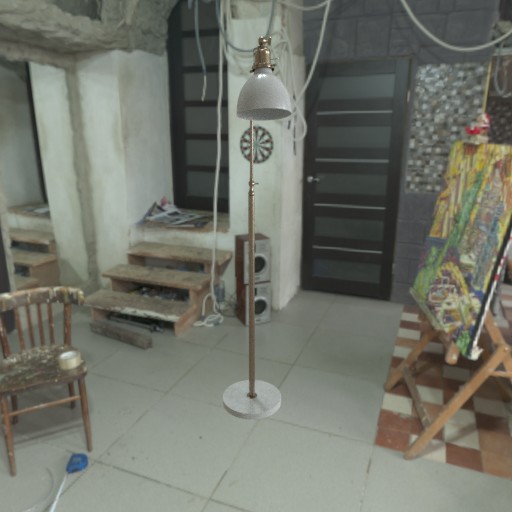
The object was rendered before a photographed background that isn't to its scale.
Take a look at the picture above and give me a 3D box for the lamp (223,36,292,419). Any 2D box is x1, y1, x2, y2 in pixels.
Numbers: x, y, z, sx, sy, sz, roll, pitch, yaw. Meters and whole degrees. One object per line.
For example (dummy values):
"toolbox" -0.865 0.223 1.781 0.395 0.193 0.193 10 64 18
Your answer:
"lamp" 0.000 0.000 1.825 0.288 1.586 0.599 -2 16 -7
